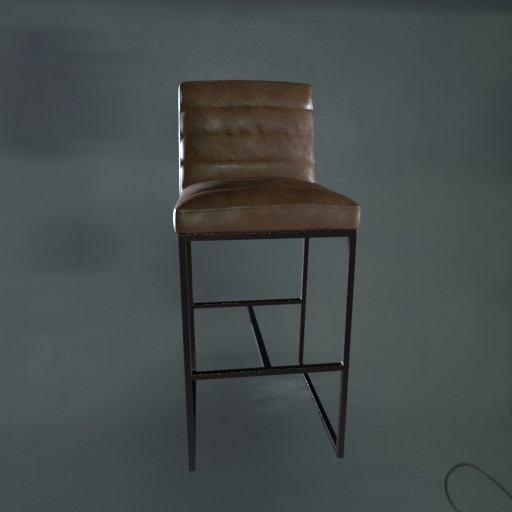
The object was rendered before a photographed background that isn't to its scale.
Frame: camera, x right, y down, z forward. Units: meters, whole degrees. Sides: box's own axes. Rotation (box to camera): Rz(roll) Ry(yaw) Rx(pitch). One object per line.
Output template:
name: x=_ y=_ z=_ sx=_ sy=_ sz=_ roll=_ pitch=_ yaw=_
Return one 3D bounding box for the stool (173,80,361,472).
stool: x=0.000 y=0.000 z=1.359 sx=0.463 sy=1.065 sz=0.562 roll=-2 pitch=15 yaw=-7
